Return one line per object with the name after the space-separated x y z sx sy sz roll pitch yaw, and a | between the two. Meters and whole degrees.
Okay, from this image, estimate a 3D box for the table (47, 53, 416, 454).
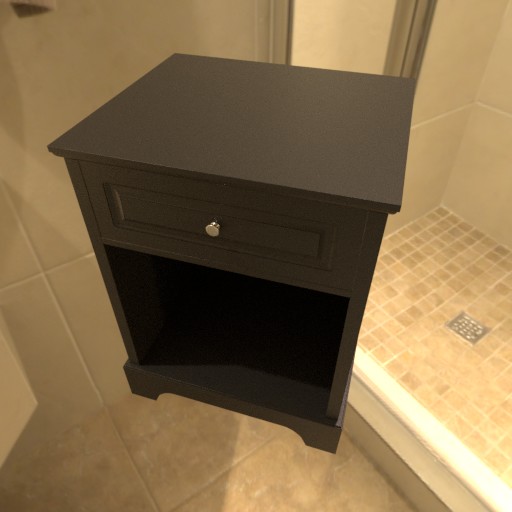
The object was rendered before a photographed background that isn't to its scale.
0.000 0.000 0.882 0.460 0.610 0.399 12 43 13 | table
